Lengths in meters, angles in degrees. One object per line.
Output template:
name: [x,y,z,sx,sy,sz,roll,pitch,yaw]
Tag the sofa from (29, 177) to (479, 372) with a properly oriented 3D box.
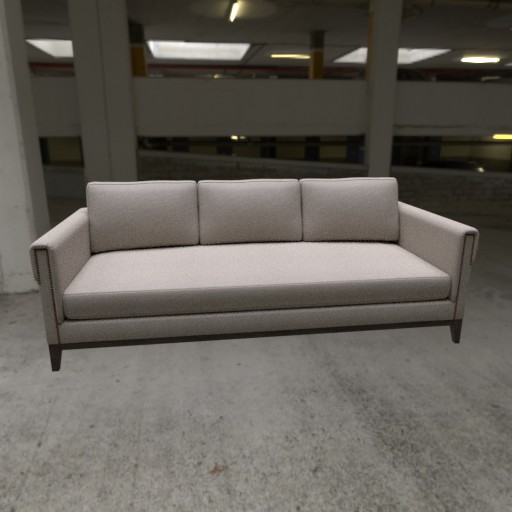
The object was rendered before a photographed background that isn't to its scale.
sofa: [0.000,0.000,2.651,2.210,0.838,0.959,-2,16,-8]
